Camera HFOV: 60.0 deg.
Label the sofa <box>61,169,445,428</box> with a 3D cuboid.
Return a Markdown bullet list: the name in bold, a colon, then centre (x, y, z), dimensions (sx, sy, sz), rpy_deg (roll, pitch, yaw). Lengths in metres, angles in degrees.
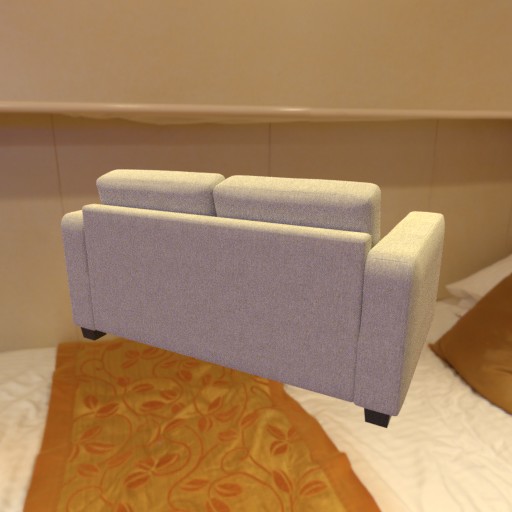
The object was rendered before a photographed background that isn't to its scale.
- **sofa**: centre (0.000, 0.000, 2.061), dimensions (1.540, 0.800, 0.900), rpy_deg (8, 18, 27)
